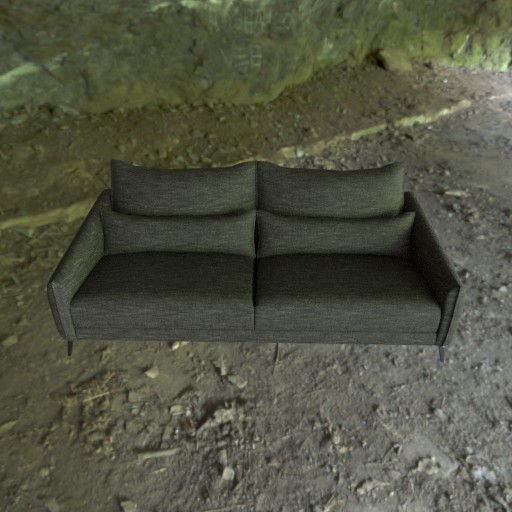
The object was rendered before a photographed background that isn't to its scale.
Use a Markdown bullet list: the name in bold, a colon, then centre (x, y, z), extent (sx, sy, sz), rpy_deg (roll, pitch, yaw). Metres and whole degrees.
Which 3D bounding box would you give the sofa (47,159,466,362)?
- **sofa**: centre (0.000, 0.000, 2.434), extent (2.019, 0.843, 0.807), rpy_deg (1, 30, 1)
